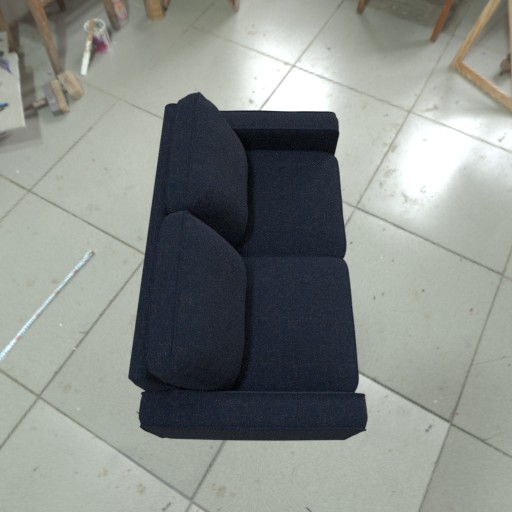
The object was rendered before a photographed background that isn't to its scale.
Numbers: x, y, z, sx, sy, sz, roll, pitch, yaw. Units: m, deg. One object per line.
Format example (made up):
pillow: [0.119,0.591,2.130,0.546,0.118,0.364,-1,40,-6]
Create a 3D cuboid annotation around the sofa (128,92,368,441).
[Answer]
sofa: [0.000,0.000,2.265,0.947,0.918,1.709,0,63,0]
